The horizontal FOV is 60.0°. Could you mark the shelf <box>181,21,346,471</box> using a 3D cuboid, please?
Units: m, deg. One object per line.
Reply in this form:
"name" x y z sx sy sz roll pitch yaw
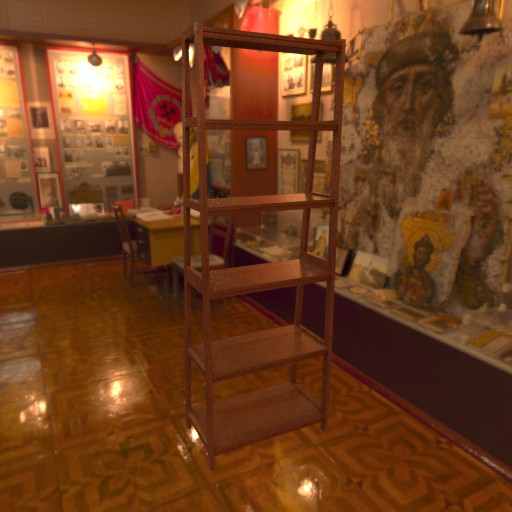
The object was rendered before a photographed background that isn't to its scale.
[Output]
"shelf" 0.000 0.000 2.122 0.660 1.892 0.382 -7 16 -25
